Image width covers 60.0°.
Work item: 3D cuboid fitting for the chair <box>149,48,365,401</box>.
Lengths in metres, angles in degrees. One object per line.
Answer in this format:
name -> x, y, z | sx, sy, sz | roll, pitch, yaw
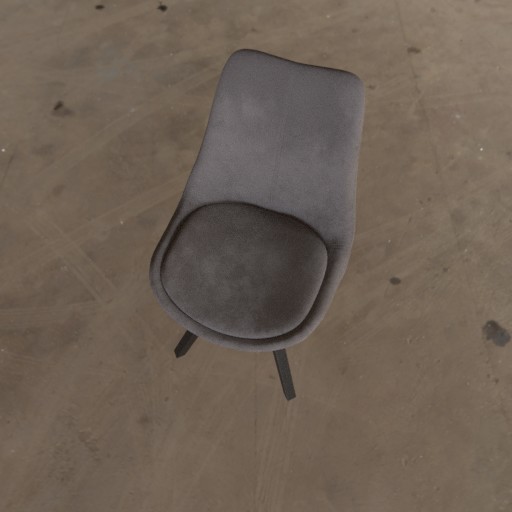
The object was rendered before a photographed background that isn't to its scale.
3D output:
chair -> 0.000, 0.000, 1.203 | 0.476, 0.850, 0.550 | 18, 60, 11
